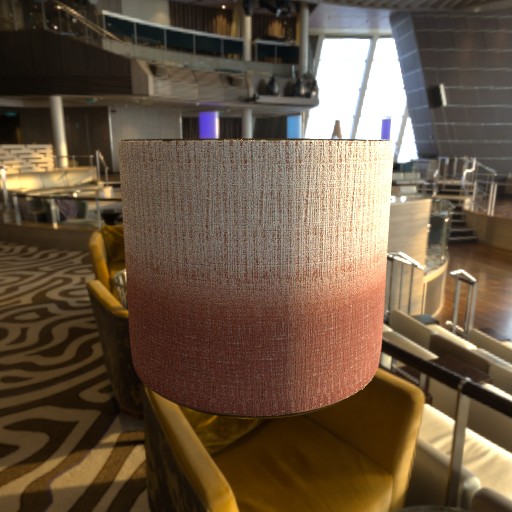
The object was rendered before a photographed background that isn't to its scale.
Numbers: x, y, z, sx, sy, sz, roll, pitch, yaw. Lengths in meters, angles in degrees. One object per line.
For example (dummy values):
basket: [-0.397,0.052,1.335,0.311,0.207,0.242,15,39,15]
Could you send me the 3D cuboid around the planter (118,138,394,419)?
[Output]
planter: [0.000,0.000,0.311,0.178,0.157,0.178,0,14,0]
